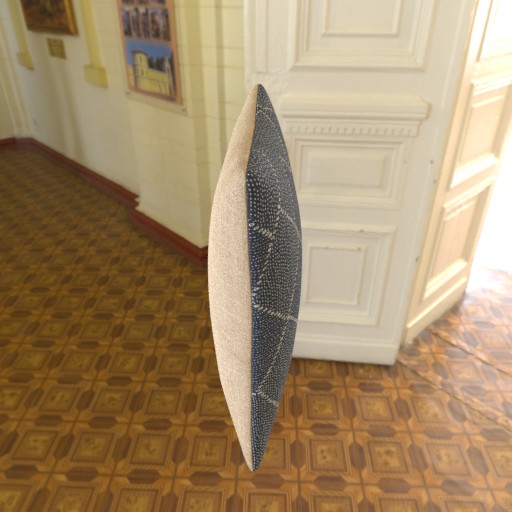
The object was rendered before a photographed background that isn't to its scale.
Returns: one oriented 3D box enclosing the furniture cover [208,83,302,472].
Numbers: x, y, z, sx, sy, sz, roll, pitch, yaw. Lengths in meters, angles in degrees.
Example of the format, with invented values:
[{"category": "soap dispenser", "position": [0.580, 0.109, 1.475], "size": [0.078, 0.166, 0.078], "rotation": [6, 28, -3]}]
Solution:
[{"category": "furniture cover", "position": [0.000, 0.000, 0.795], "size": [0.162, 0.503, 0.511], "rotation": [1, 31, 1]}]
